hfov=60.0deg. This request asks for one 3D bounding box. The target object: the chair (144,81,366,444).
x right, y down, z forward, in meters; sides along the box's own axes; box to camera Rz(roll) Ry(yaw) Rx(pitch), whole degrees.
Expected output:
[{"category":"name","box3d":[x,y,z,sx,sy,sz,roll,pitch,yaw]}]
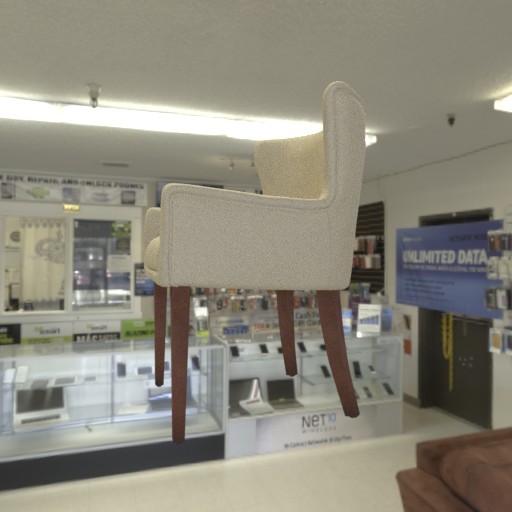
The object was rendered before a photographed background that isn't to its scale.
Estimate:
[{"category":"chair","box3d":[0.000,0.000,1.461,0.686,0.952,0.660,0,0,-18]}]
